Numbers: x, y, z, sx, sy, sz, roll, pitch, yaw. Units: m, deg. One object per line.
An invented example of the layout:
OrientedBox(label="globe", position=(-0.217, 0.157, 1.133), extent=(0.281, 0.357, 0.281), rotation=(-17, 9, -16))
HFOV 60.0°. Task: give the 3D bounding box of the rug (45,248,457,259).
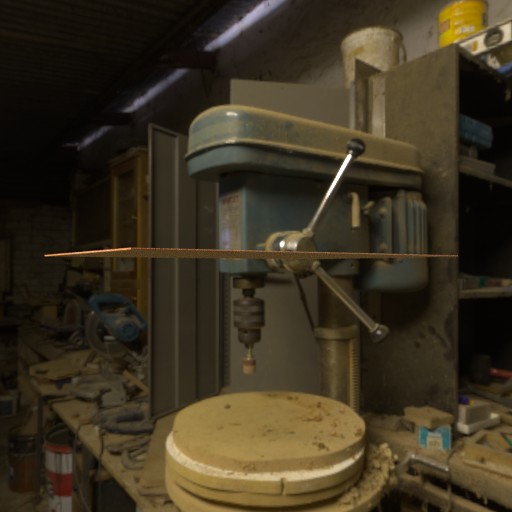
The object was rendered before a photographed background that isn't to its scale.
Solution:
OrientedBox(label="rug", position=(0.000, 0.000, 2.943), extent=(2.285, 0.006, 1.524), rotation=(1, -1, -36))
